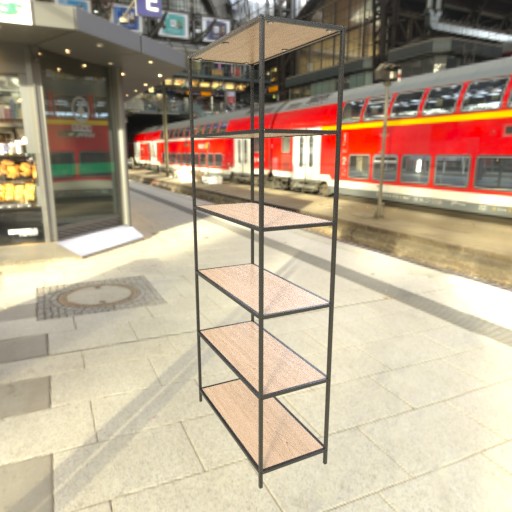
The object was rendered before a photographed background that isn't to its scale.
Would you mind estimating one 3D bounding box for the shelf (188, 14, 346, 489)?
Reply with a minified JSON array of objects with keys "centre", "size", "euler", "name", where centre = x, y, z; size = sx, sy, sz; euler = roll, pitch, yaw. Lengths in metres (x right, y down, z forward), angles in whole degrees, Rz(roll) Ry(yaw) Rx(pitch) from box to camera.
[{"centre":[0.000,0.000,2.094],"size":[0.350,1.850,0.770],"euler":[-7,15,-26],"name":"shelf"}]
